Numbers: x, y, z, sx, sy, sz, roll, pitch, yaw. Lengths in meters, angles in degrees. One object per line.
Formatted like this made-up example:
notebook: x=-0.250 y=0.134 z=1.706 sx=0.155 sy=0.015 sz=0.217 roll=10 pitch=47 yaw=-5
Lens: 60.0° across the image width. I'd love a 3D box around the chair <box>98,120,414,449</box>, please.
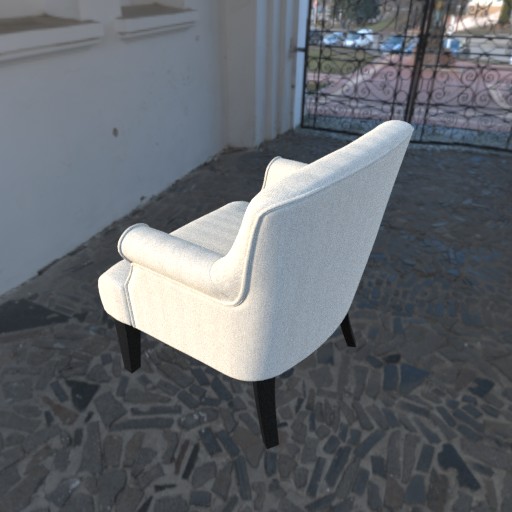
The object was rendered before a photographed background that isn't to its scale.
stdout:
chair: x=0.000 y=0.000 z=1.434 sx=0.750 sy=0.875 sz=0.781 roll=21 pitch=38 yaw=31
